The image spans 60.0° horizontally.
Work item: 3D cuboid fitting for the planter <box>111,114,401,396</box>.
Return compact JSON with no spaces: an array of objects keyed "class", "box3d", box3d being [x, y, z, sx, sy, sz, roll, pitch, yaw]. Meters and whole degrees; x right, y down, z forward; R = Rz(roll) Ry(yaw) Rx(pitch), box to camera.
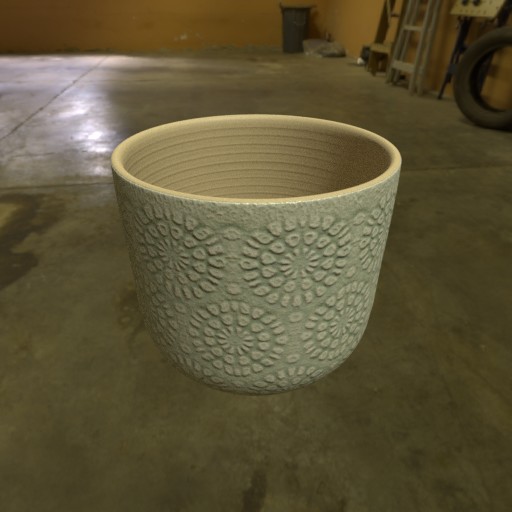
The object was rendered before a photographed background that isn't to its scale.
[{"class":"planter","box3d":[0.000,0.000,0.305,0.169,0.153,0.169,0,30,0]}]
